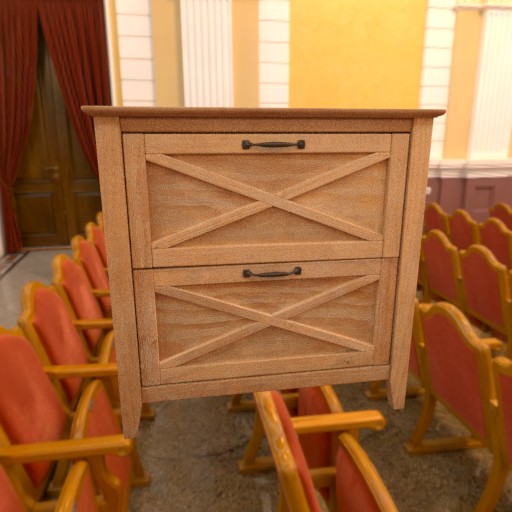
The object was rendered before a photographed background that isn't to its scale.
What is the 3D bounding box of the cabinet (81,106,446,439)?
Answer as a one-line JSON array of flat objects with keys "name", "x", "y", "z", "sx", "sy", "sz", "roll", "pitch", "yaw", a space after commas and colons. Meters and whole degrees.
[{"name": "cabinet", "x": 0.000, "y": 0.000, "z": 1.238, "sx": 0.763, "sy": 0.762, "sz": 0.503, "roll": -3, "pitch": 16, "yaw": -9}]
